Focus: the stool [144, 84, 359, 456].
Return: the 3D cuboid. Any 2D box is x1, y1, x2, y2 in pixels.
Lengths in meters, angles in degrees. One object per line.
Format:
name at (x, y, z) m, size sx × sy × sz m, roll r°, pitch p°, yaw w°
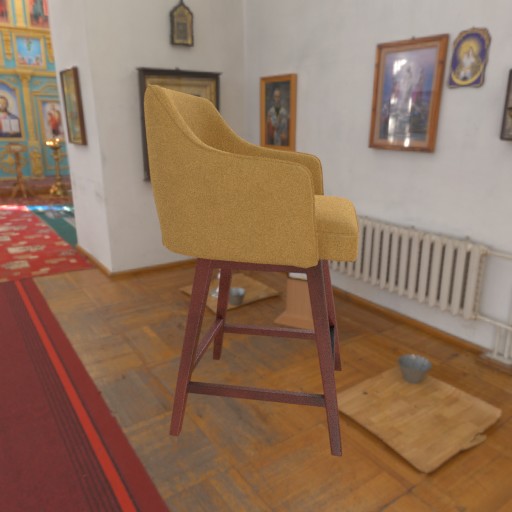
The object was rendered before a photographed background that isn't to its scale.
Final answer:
stool at (0.000, 0.000, 1.289) m, size 0.558 × 0.924 × 0.548 m, roll 3°, pitch 15°, yaw 10°
